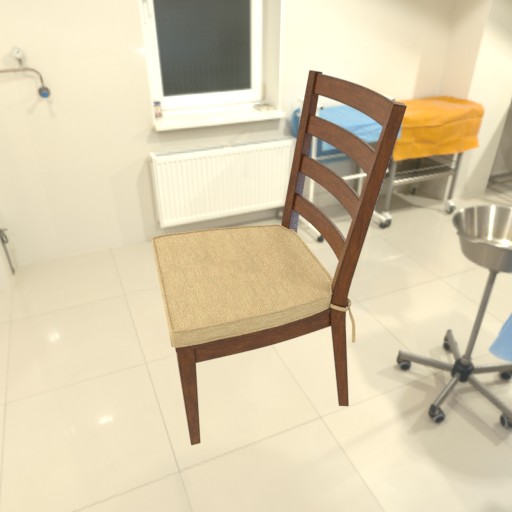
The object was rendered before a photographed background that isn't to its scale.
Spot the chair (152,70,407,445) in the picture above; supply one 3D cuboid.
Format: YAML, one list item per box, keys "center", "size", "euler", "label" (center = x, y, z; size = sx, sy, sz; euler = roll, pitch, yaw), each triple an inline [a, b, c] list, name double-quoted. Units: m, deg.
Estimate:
- center: [0.000, 0.000, 1.367]
  size: [0.595, 0.979, 0.593]
  euler: [-9, 32, -14]
  label: "chair"
